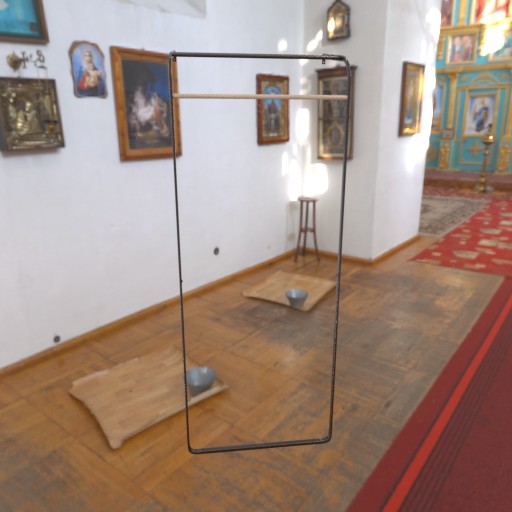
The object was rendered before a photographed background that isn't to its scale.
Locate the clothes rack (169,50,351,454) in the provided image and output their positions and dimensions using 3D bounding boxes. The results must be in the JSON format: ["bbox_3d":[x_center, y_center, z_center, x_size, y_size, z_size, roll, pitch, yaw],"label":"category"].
[{"bbox_3d":[0.000,0.000,1.797,0.609,1.574,0.349,-2,16,-7],"label":"clothes rack"}]
